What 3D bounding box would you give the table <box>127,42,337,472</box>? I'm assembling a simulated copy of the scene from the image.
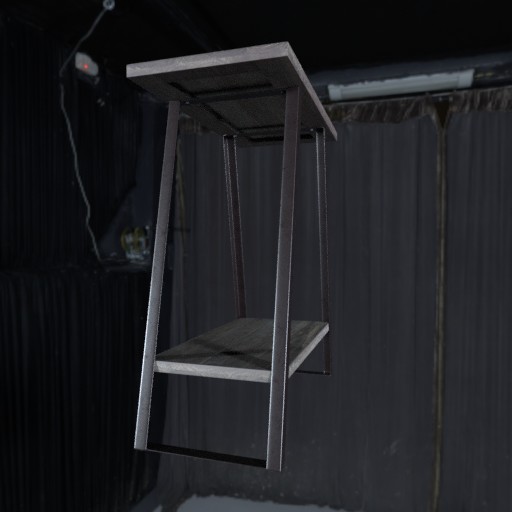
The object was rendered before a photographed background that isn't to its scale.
[{"bbox_3d":[0.000,0.000,1.046,0.300,0.701,0.599,0,1,18],"label":"table"}]
